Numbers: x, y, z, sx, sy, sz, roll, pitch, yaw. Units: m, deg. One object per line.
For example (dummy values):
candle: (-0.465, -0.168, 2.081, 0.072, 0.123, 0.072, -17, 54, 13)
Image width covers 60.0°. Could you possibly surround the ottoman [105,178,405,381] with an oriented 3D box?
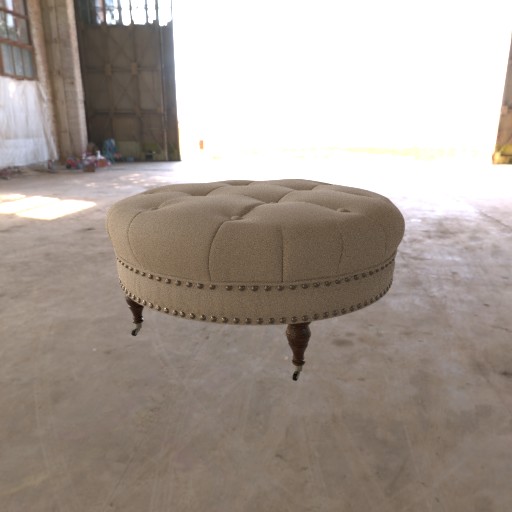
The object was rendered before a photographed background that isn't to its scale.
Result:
ottoman: (0.000, 0.000, 1.420, 0.901, 0.439, 0.901, 0, 16, 0)
